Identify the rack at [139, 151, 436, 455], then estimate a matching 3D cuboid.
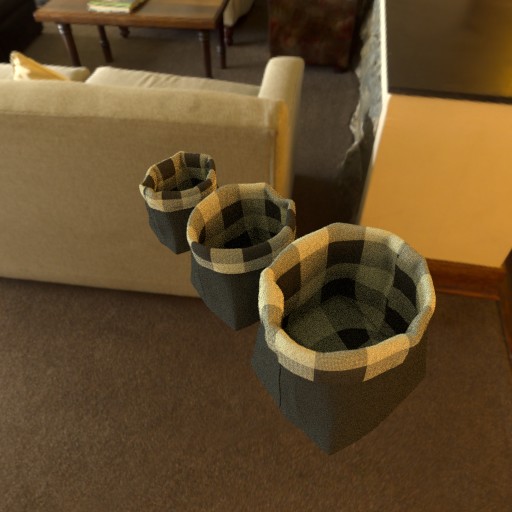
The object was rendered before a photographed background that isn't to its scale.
[{"bbox_3d":[0.000,0.000,1.087,0.370,0.329,0.889,-31,55,-25],"label":"rack"}]
